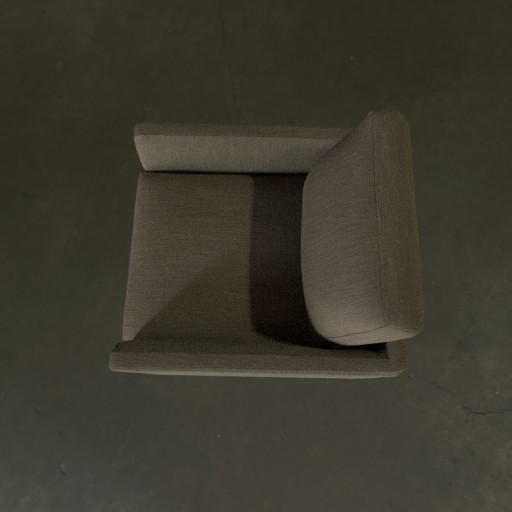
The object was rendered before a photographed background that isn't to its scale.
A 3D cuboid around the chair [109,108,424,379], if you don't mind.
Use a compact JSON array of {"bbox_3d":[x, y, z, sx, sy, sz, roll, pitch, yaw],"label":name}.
[{"bbox_3d":[0.000,0.000,1.457,0.834,0.811,0.763,1,74,0],"label":"chair"}]
